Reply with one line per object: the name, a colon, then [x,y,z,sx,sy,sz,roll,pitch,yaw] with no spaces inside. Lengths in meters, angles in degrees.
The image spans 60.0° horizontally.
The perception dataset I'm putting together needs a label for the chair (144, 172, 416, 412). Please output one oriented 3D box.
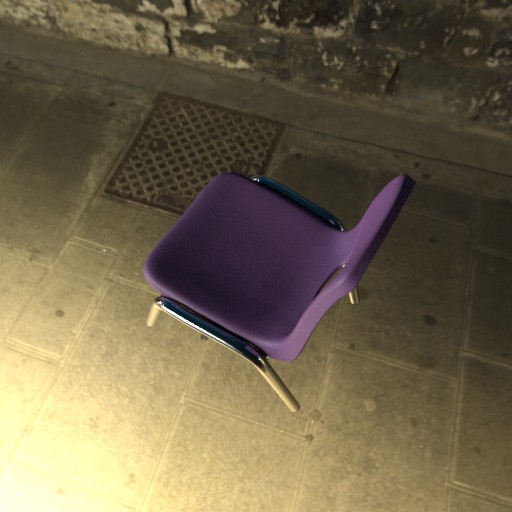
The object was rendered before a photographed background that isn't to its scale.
chair: [0.000,0.000,0.842,0.419,0.584,0.356,29,67,14]
